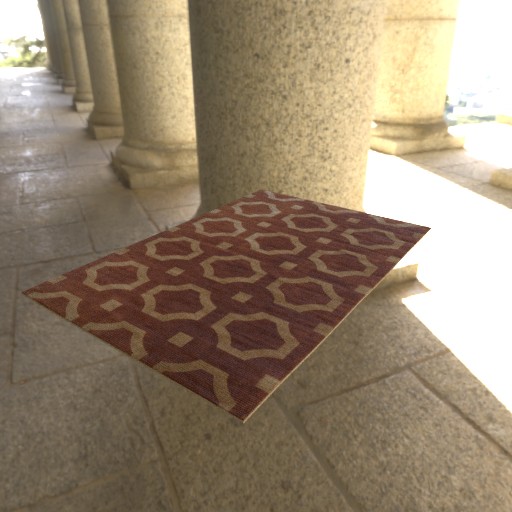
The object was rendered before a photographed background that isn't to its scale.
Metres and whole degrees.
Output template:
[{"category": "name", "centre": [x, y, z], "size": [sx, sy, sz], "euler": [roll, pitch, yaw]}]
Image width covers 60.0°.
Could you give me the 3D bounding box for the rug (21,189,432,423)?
[{"category": "rug", "centre": [0.000, 0.000, 2.862], "size": [1.555, 0.016, 2.286], "euler": [18, 31, 32]}]
